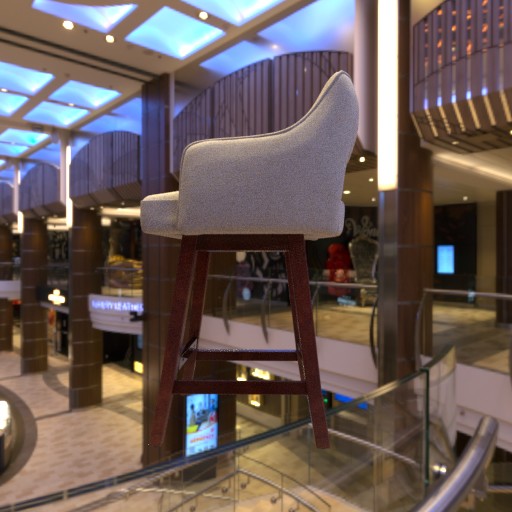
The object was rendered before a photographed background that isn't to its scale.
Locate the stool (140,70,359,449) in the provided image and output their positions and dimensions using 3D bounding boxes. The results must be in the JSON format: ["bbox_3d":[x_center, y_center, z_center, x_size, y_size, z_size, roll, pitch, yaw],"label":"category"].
[{"bbox_3d":[0.000,0.000,1.285,0.560,0.936,0.550,0,0,2],"label":"stool"}]
